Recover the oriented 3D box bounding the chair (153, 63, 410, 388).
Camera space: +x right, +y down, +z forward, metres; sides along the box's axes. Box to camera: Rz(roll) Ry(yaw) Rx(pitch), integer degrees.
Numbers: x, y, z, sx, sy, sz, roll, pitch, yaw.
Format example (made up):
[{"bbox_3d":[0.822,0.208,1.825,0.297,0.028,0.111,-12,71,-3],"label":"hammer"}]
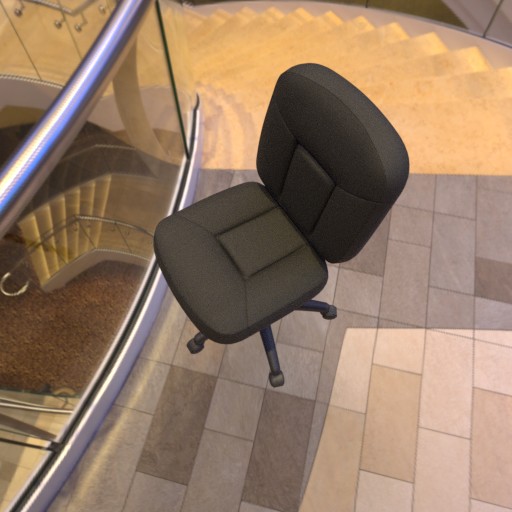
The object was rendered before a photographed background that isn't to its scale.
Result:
[{"bbox_3d":[0.000,0.000,1.361,0.610,0.972,0.610,-29,66,-14],"label":"chair"}]
